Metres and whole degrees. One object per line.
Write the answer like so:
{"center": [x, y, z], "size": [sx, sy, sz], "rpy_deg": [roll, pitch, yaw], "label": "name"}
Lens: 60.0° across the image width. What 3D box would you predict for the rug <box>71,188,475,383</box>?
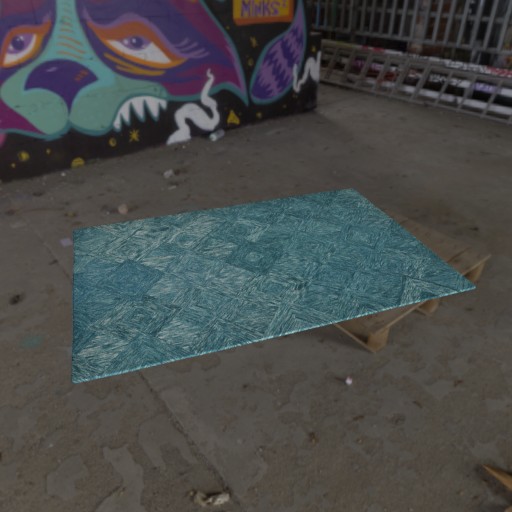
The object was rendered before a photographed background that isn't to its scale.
{"center": [0.000, 0.000, 2.208], "size": [1.728, 0.017, 1.136], "rpy_deg": [-10, 34, -16], "label": "rug"}
